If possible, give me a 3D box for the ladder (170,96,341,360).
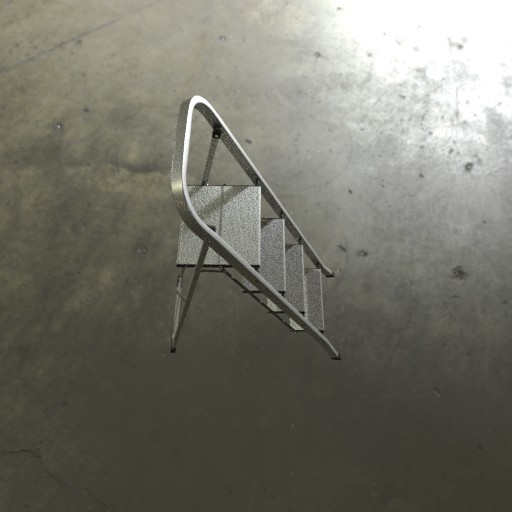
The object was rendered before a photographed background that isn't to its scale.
[{"bbox_3d":[0.000,0.000,1.681,0.830,1.290,0.465,1,63,0],"label":"ladder"}]
